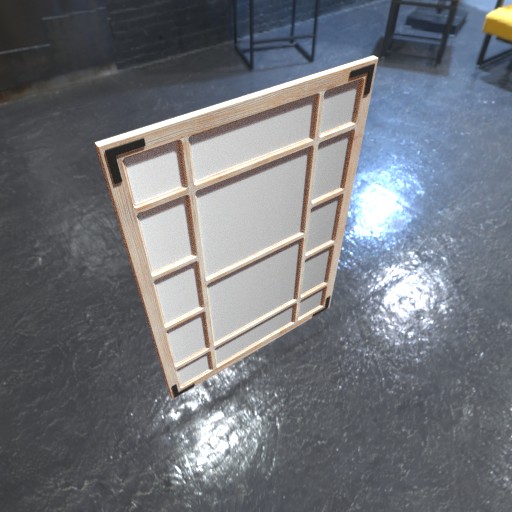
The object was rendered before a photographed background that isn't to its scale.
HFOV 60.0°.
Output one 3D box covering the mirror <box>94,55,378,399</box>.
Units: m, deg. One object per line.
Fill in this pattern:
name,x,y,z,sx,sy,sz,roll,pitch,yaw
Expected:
mirror,0.000,0.000,1.304,0.705,0.996,0.025,-26,51,-23
